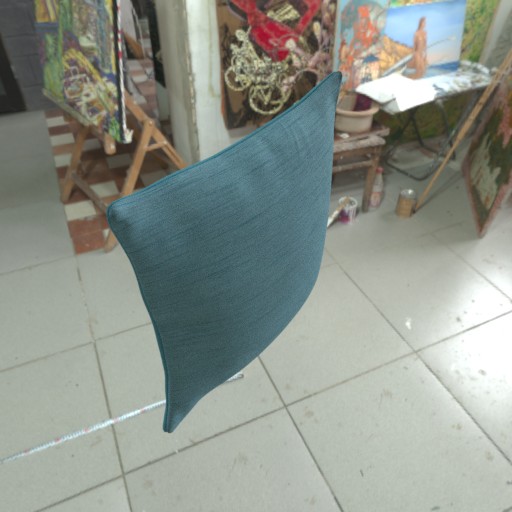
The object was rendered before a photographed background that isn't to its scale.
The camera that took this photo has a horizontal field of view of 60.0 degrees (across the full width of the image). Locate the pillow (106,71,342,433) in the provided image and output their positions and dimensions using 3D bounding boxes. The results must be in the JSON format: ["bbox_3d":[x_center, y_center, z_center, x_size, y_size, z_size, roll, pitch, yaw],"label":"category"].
[{"bbox_3d":[0.000,0.000,0.652,0.151,0.415,0.433,26,48,26],"label":"pillow"}]
